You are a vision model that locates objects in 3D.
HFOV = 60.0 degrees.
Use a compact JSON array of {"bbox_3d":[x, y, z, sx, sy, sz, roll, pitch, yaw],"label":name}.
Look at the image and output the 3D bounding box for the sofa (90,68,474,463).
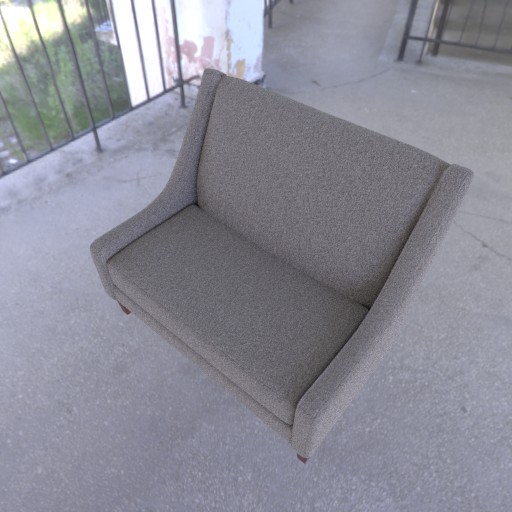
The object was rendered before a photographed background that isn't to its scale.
[{"bbox_3d":[0.000,0.000,1.876,1.242,1.026,0.862,32,54,27],"label":"sofa"}]
